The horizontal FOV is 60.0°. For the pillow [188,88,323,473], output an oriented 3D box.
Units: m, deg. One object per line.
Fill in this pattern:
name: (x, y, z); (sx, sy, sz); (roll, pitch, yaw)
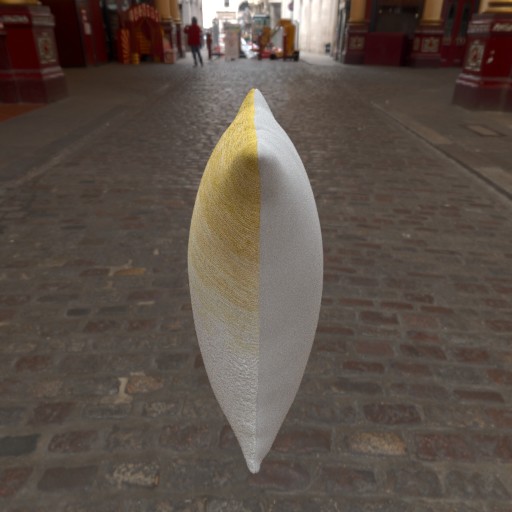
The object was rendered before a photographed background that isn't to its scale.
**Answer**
pillow: (0.000, 0.000, 0.703); (0.211, 0.450, 0.450); (0, 27, 0)
